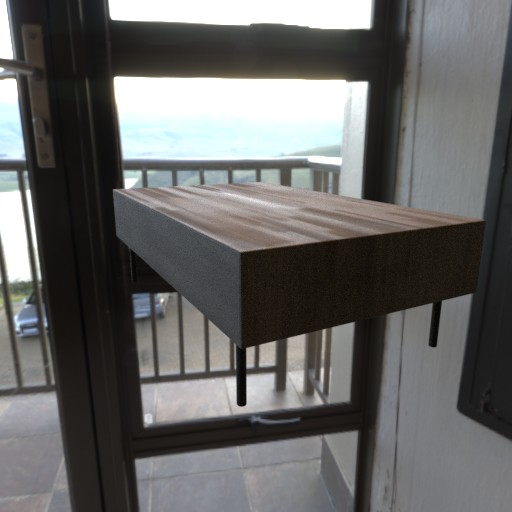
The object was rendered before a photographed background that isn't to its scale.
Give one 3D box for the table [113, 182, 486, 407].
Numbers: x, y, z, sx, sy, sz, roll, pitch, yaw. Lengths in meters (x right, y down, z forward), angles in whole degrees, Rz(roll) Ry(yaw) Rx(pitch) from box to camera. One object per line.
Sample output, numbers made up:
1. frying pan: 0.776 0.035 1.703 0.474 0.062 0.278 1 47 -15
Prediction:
1. table: 0.000 0.000 1.397 0.643 0.347 1.088 -8 17 -27
